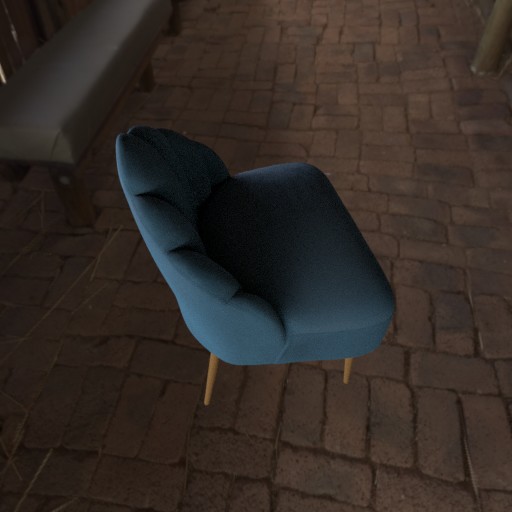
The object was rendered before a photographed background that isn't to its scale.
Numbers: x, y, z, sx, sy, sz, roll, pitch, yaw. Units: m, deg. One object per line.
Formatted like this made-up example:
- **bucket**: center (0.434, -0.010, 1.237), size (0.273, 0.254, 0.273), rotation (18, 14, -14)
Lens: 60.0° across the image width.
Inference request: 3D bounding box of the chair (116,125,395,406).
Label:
- **chair**: center (0.000, 0.000, 1.254), size (0.599, 0.819, 0.657), rotation (-11, 49, -10)
